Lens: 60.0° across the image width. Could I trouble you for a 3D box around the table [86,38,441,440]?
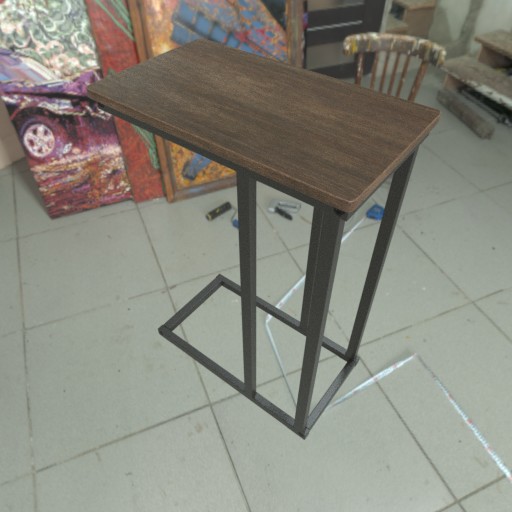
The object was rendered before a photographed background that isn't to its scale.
[{"bbox_3d":[0.000,0.000,0.856,0.450,0.637,0.254,29,52,25],"label":"table"}]
